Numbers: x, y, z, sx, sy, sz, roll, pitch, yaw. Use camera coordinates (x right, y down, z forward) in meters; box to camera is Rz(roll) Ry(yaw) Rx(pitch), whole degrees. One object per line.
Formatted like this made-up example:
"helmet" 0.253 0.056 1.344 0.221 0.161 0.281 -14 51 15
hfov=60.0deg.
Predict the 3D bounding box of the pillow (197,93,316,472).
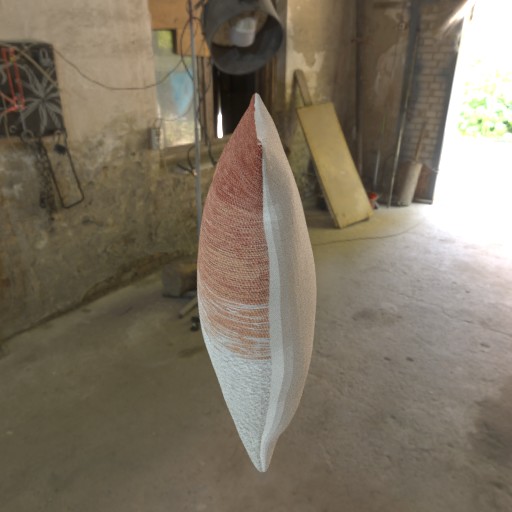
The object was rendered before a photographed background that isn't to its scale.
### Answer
"pillow" 0.000 0.000 0.687 0.182 0.441 0.440 0 25 0
